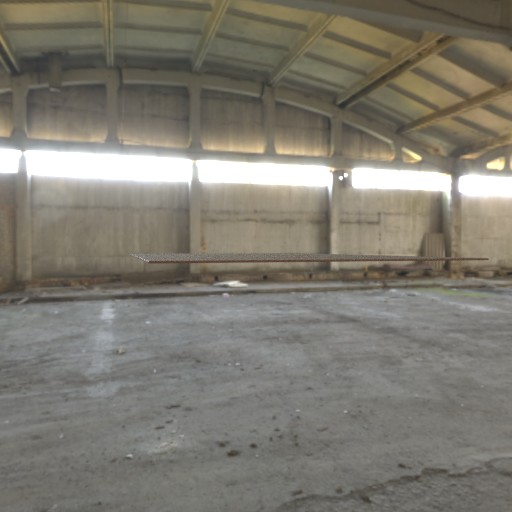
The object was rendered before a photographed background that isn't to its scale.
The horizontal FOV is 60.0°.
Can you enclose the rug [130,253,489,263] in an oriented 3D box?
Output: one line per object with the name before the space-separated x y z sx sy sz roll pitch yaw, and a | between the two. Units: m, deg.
rug | 0.000 0.000 2.315 1.219 0.008 1.829 0 1 -18
